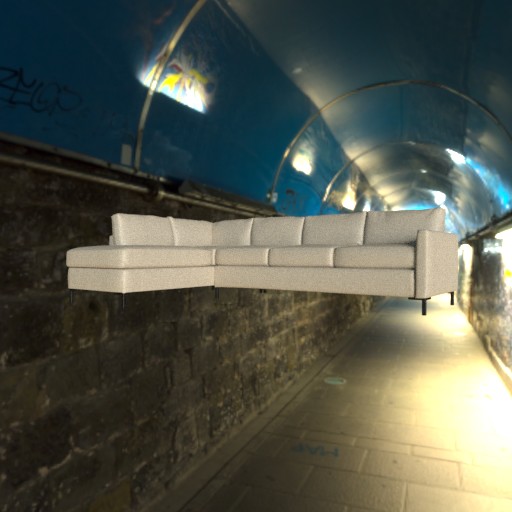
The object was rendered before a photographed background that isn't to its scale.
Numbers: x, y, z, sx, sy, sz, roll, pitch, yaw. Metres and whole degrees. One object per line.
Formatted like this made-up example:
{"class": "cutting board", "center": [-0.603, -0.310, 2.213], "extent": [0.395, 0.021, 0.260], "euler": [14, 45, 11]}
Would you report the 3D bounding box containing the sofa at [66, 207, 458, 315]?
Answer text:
{"class": "sofa", "center": [0.000, 0.000, 3.245], "extent": [2.423, 0.703, 1.617], "euler": [0, 0, 37]}
